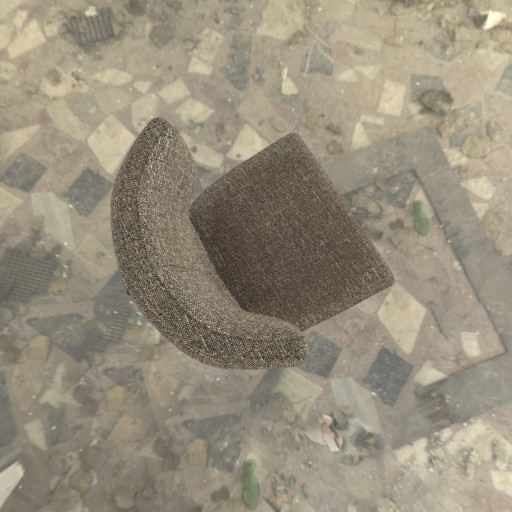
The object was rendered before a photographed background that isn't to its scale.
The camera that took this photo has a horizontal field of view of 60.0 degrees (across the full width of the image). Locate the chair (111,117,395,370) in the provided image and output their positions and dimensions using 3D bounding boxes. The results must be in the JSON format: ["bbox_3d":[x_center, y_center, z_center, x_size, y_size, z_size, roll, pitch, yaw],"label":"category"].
[{"bbox_3d":[0.000,0.000,1.294,0.617,0.824,0.611,-30,79,-7],"label":"chair"}]
